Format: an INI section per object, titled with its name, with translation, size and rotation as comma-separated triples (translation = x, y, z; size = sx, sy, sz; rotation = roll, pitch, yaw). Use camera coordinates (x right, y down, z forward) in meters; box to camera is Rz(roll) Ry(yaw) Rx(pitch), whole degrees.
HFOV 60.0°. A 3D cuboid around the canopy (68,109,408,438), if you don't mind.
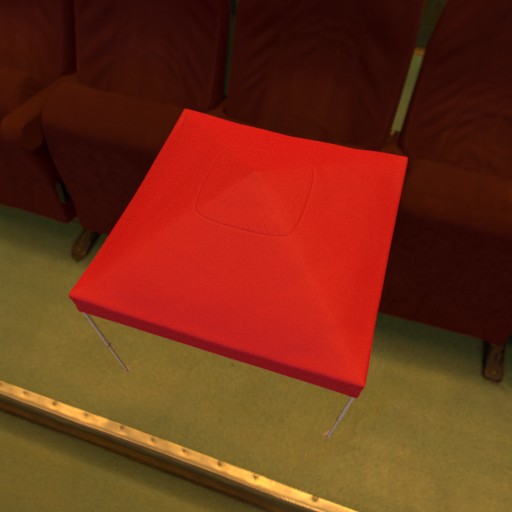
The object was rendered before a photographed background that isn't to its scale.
[canopy]
translation = 0.000, 0.000, 5.543
size = 2.996, 2.997, 2.998
rotation = 15, 58, 10
